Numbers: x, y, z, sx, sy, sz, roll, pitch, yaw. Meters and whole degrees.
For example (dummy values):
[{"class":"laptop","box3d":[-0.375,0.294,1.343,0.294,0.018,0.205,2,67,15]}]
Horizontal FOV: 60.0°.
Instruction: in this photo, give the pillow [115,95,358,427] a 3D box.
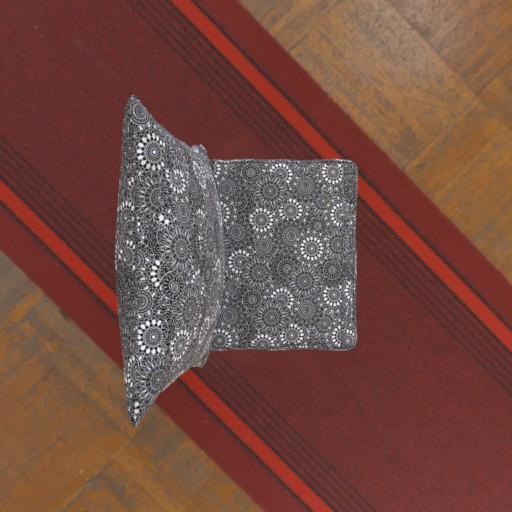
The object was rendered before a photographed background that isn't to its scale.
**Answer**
[{"class":"pillow","box3d":[0.000,0.000,1.364,0.740,0.722,0.798,0,91,0]}]
